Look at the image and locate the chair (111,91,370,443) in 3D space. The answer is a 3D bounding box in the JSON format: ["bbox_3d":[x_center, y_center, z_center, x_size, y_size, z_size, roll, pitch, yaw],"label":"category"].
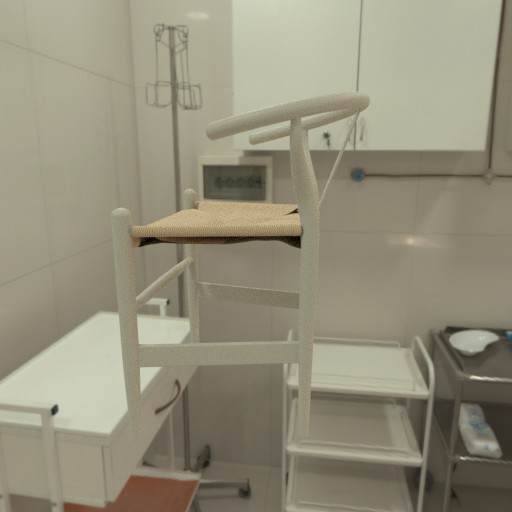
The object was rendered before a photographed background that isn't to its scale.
[{"bbox_3d":[0.000,0.000,1.084,0.500,0.736,0.533,2,13,8],"label":"chair"}]
